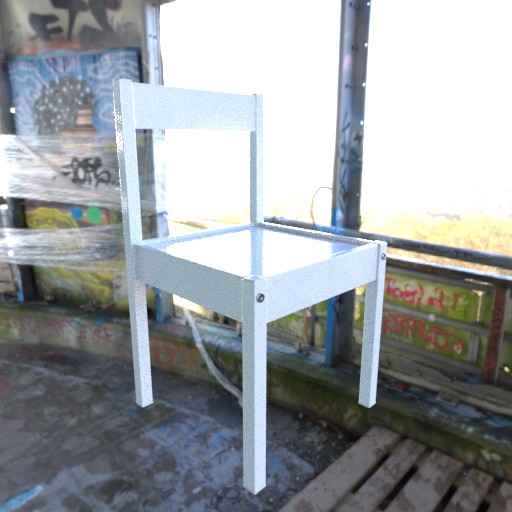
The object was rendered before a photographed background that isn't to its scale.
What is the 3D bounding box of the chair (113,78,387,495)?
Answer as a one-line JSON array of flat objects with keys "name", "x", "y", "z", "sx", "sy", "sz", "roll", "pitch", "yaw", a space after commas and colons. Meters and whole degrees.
[{"name": "chair", "x": 0.000, "y": 0.000, "z": 0.677, "sx": 0.285, "sy": 0.505, "sz": 0.285, "roll": -14, "pitch": 20, "yaw": -43}]
